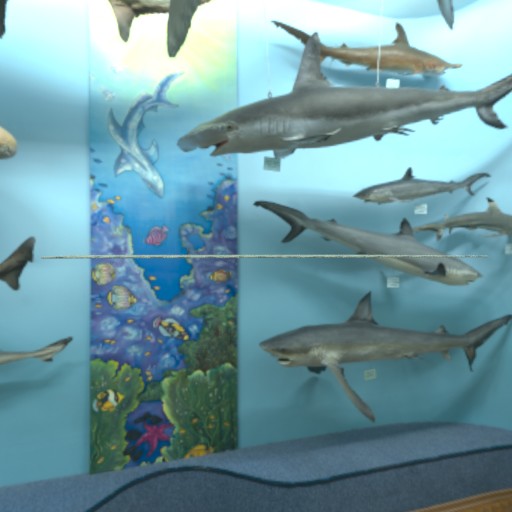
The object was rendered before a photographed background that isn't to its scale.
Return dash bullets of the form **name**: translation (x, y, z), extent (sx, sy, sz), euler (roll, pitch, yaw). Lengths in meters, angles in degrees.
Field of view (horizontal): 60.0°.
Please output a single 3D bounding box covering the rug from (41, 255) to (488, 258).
- **rug**: translation (0.000, 0.000, 2.035), extent (1.652, 0.006, 1.035), euler (0, 0, -18)
